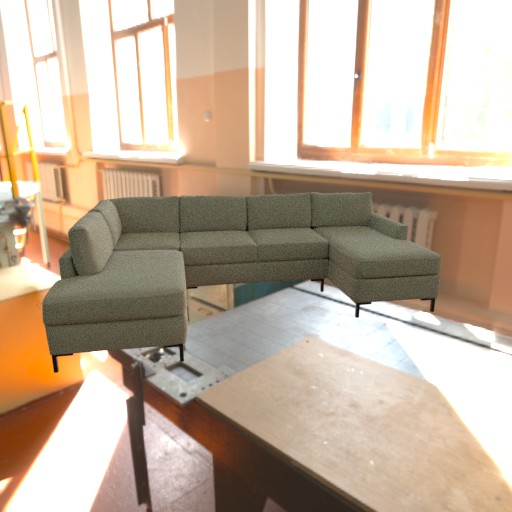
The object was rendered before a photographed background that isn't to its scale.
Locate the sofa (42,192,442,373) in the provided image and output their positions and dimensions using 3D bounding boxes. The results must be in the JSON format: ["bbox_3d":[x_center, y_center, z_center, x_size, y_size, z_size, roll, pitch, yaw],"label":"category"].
[{"bbox_3d":[0.000,0.000,3.816,2.984,0.862,1.989,-3,16,-10],"label":"sofa"}]
